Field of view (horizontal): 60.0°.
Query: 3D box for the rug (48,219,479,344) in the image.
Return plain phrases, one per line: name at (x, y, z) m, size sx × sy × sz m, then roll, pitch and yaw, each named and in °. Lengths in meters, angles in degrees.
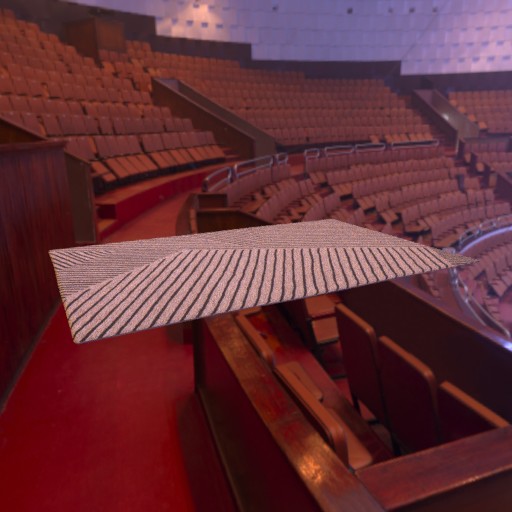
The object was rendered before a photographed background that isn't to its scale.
rug at (0.000, 0.000, 2.916) m, size 2.406 × 0.023 × 1.539 m, roll -8°, pitch 18°, yaw -27°
